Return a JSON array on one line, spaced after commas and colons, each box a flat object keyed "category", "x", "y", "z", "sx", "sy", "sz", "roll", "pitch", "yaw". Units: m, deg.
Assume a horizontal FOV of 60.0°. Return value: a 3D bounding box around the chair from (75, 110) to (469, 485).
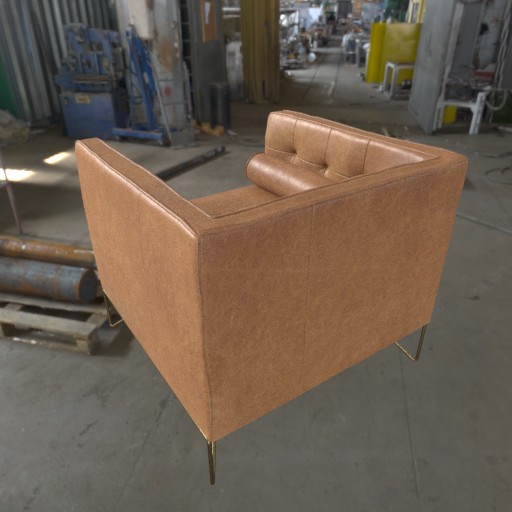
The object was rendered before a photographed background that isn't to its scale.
[{"category": "chair", "x": 0.000, "y": 0.000, "z": 1.569, "sx": 0.920, "sy": 0.797, "sz": 0.912, "roll": -19, "pitch": 34, "yaw": -30}]
